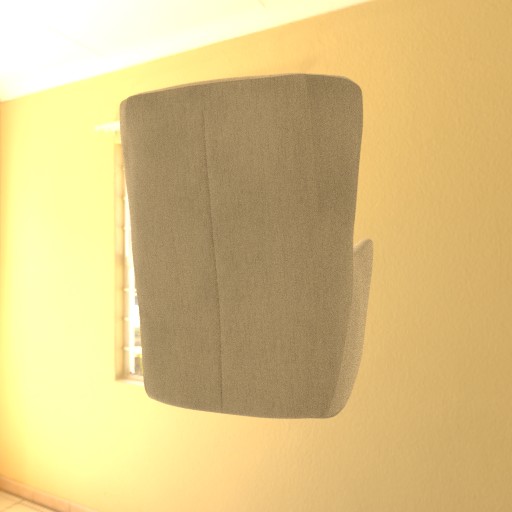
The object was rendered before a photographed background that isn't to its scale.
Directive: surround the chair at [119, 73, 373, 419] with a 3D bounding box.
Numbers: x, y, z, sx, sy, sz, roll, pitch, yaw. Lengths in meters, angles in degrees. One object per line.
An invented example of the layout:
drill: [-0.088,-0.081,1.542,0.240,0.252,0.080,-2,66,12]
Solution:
chair: [0.000,0.000,1.598,0.779,1.000,0.904,0,0,18]
